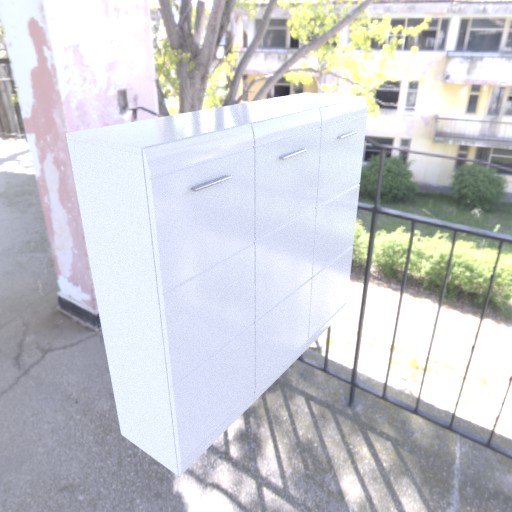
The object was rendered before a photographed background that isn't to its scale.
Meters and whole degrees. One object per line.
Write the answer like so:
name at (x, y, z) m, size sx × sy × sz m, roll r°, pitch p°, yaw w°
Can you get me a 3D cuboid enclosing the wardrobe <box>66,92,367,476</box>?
wardrobe at (0.000, 0.000, 1.913) m, size 0.360 × 1.200 × 1.340 m, roll 18°, pitch 31°, yaw 32°
